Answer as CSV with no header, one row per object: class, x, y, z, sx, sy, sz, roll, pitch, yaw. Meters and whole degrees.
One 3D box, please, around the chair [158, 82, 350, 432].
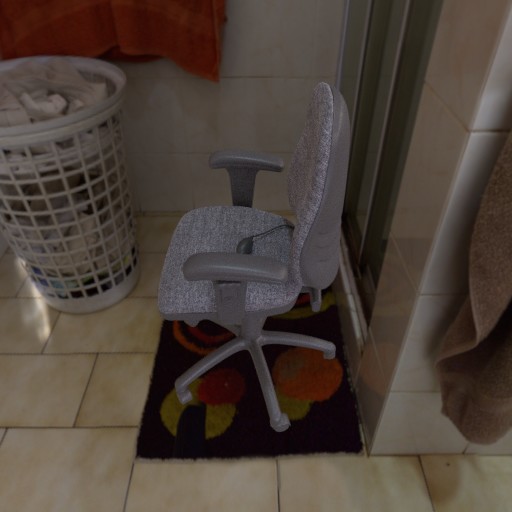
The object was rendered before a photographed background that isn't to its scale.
chair,0.000,0.000,1.219,0.530,0.910,0.550,1,41,2
